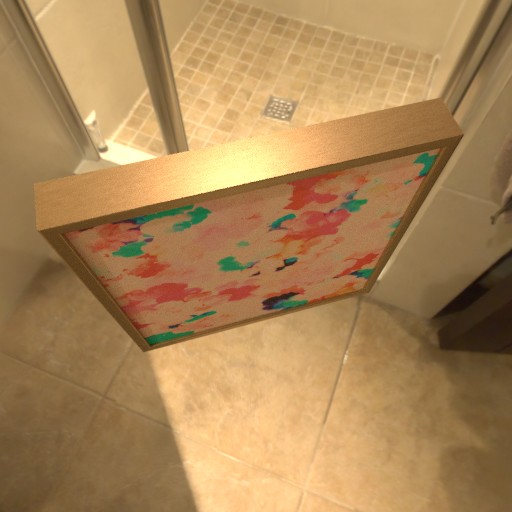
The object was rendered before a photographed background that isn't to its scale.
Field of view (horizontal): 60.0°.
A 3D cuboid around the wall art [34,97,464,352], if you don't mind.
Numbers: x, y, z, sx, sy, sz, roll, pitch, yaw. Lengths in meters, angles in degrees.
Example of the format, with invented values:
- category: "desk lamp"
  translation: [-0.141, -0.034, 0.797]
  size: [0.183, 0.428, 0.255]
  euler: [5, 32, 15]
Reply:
- category: "wall art"
  translation: [0.000, 0.000, 0.448]
  size: [0.304, 0.305, 0.038]
  euler: [-14, 64, -7]
